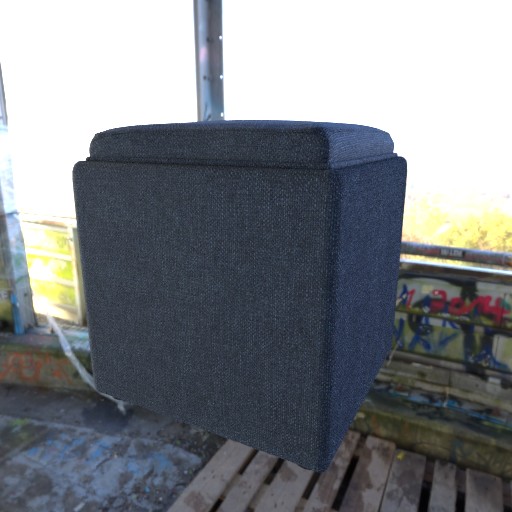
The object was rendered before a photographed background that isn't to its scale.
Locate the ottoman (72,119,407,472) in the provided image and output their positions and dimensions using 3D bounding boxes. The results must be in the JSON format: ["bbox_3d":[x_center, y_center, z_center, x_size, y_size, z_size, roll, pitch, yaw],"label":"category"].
[{"bbox_3d":[0.000,0.000,0.837,0.454,0.493,0.436,8,17,27],"label":"ottoman"}]
